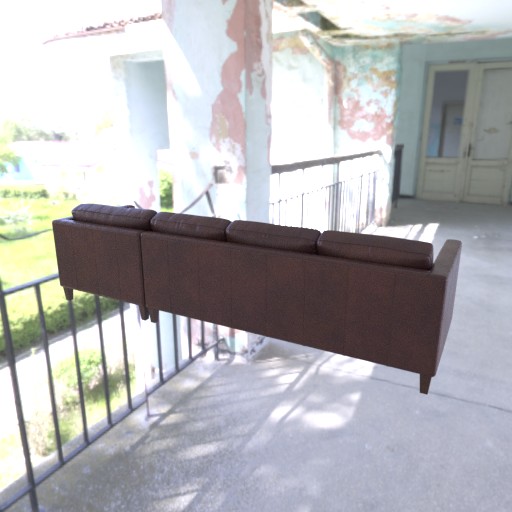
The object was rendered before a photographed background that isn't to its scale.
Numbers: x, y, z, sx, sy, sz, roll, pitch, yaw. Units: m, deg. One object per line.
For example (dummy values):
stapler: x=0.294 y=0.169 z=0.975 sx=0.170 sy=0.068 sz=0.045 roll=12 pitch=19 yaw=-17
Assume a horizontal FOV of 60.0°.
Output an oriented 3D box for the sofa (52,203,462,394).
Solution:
sofa: x=0.000 y=0.000 z=3.859 sx=3.203 sy=0.883 sz=1.581 roll=9 pitch=18 yaw=27
